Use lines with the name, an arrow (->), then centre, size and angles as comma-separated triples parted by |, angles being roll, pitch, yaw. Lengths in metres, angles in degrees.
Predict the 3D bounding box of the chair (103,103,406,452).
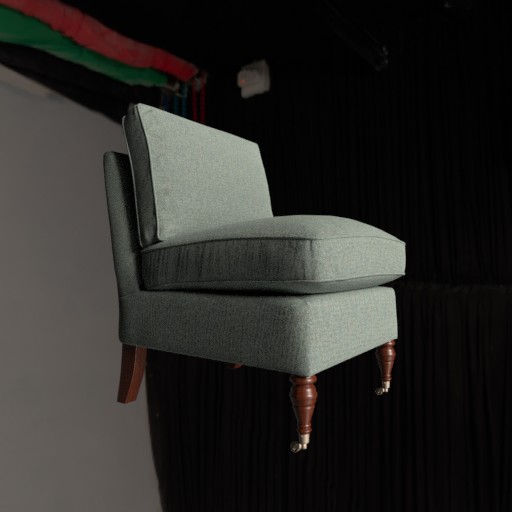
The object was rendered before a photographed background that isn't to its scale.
chair -> 0.000, 0.000, 1.410 | 0.796, 0.901, 0.624 | 0, 0, 36
